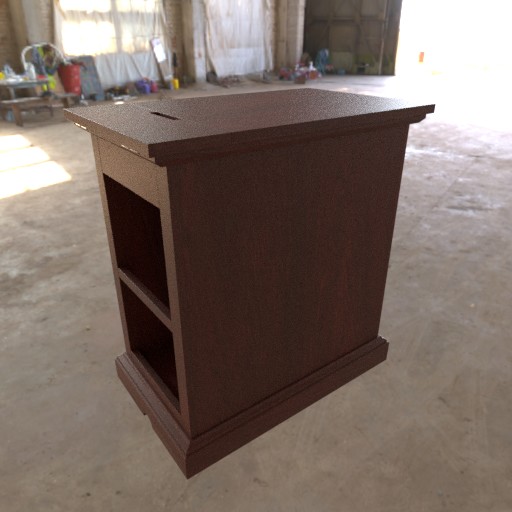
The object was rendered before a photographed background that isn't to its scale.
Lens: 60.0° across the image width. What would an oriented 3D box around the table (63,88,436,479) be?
[{"bbox_3d":[0.000,0.000,0.947,0.584,0.612,0.356,-18,32,-32],"label":"table"}]
